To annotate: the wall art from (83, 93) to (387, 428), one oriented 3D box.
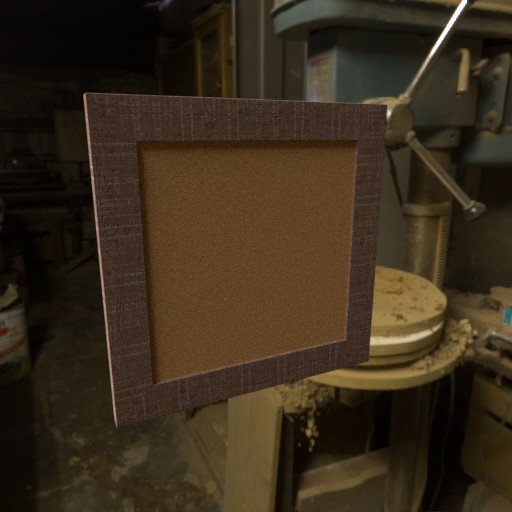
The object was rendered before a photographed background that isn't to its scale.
[{"bbox_3d":[0.000,0.000,0.799,0.531,0.531,0.029,-7,17,-25],"label":"wall art"}]
